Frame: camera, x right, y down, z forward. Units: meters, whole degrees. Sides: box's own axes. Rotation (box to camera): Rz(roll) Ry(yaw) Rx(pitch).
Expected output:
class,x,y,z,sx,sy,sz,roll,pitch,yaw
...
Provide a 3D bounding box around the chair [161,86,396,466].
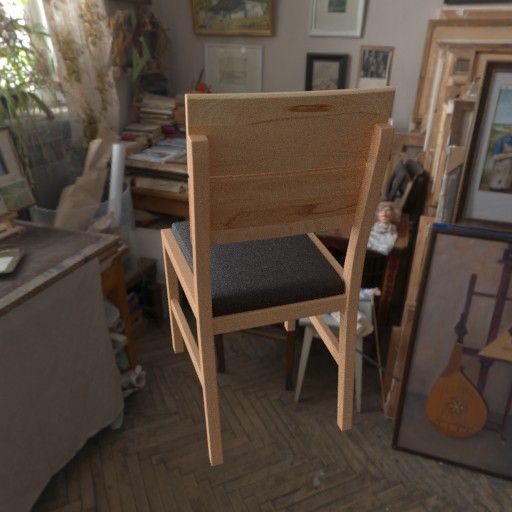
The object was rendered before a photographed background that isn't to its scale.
class,x,y,z,sx,sy,sz,roll,pitch,yaw
chair,0.000,0.000,1.271,0.475,0.950,0.560,-8,28,-16
